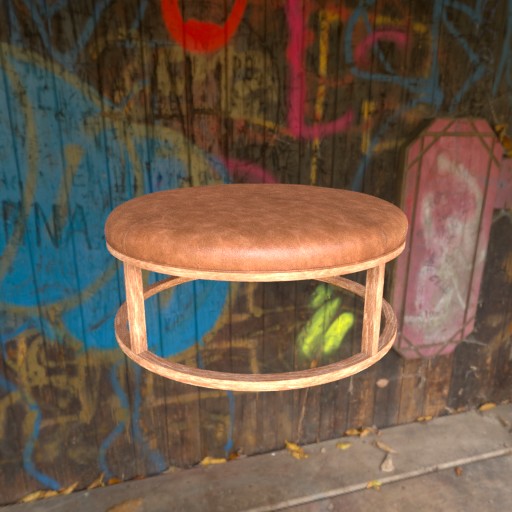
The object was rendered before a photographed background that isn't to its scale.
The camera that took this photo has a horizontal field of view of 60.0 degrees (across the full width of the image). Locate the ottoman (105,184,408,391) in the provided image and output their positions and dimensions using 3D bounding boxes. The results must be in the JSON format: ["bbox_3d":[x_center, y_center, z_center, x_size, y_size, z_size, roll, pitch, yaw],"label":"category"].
[{"bbox_3d":[0.000,0.000,1.578,1.006,0.445,1.006,0,17,0],"label":"ottoman"}]
